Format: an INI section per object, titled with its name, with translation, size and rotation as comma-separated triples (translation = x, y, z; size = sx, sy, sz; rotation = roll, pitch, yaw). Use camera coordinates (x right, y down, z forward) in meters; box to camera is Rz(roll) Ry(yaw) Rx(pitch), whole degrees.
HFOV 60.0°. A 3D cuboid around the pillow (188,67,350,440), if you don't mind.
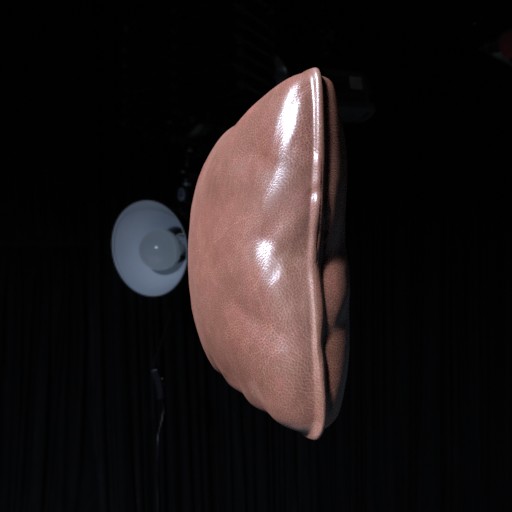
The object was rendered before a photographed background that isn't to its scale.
[pillow]
translation = 0.000, 0.000, 0.828
size = 0.236, 0.523, 0.532
rotation = 0, -1, -18
